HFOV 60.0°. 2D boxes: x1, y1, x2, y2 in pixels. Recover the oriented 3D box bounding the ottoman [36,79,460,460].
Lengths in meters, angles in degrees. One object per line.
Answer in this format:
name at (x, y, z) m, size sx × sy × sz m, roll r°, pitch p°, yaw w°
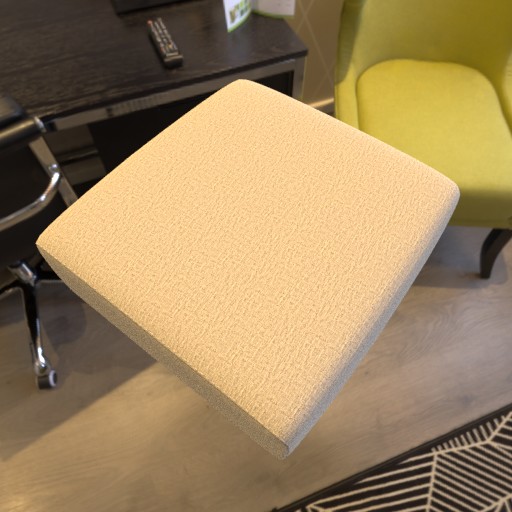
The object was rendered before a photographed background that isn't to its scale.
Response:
ottoman at (0.000, 0.000, 1.031) m, size 0.649 × 0.398 × 0.650 m, roll 33°, pitch 63°, yaw 19°
